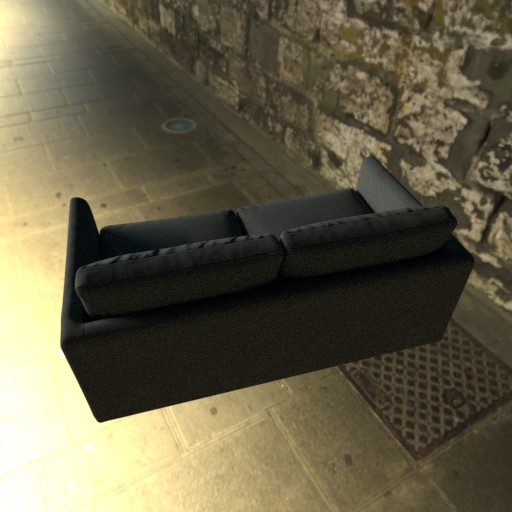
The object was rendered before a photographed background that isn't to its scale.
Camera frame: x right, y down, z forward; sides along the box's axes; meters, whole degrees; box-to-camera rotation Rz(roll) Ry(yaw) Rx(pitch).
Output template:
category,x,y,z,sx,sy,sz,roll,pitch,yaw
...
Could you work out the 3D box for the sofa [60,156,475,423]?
category,x,y,z,sx,sy,sz,roll,pitch,yaw
sofa,0.000,0.000,2.449,1.909,0.845,1.091,-10,42,-12
